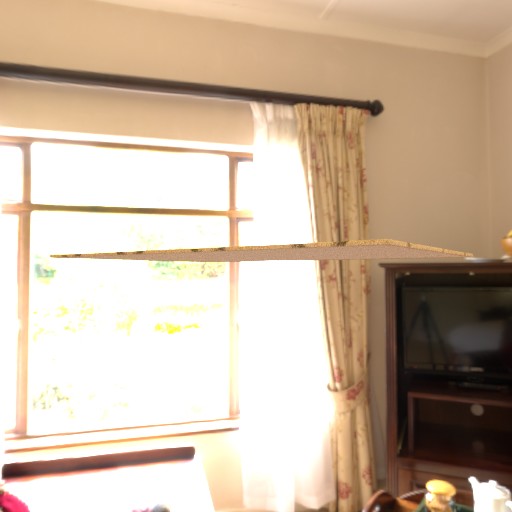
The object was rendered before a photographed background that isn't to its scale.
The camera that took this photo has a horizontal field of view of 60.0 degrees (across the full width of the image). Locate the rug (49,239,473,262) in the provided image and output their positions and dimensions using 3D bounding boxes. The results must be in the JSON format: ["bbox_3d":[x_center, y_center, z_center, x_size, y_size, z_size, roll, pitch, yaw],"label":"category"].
[{"bbox_3d":[0.000,0.000,3.372,2.701,0.026,1.801,-2,-3,36],"label":"rug"}]
